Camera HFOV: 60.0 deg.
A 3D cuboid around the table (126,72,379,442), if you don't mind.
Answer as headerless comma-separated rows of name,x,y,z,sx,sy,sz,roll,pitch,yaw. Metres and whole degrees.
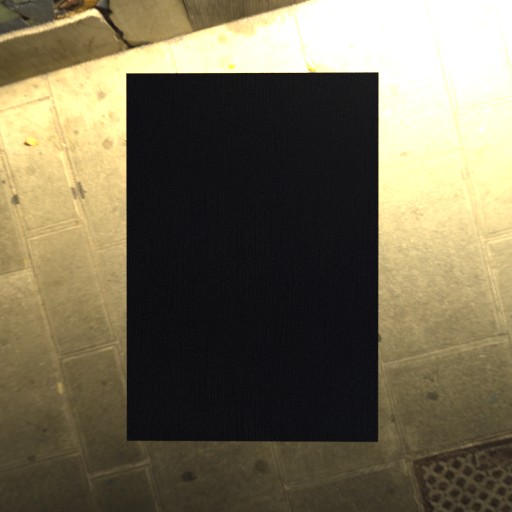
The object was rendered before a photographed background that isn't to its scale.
table,0.000,0.000,1.063,0.408,0.711,0.589,0,90,1
